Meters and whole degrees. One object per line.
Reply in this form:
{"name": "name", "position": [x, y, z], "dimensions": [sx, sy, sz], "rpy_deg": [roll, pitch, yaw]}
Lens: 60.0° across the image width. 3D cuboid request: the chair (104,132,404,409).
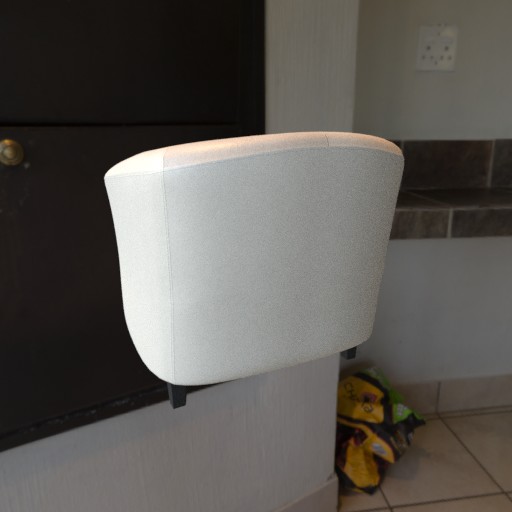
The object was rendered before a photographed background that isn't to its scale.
{"name": "chair", "position": [0.000, 0.000, 1.398], "dimensions": [0.792, 0.756, 0.727], "rpy_deg": [-8, 18, -26]}
